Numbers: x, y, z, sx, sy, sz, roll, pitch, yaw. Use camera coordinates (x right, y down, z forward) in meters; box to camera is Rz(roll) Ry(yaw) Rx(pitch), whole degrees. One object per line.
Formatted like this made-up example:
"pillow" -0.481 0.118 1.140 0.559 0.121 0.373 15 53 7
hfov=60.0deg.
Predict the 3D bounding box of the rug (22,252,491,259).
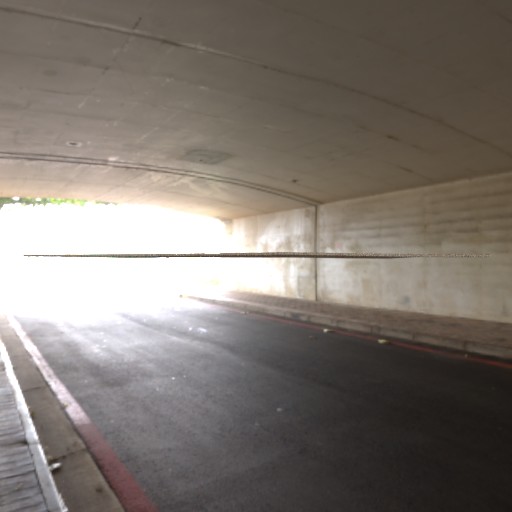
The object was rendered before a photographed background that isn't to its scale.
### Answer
"rug" 0.000 0.000 4.990 3.778 0.053 2.873 0 -1 0
